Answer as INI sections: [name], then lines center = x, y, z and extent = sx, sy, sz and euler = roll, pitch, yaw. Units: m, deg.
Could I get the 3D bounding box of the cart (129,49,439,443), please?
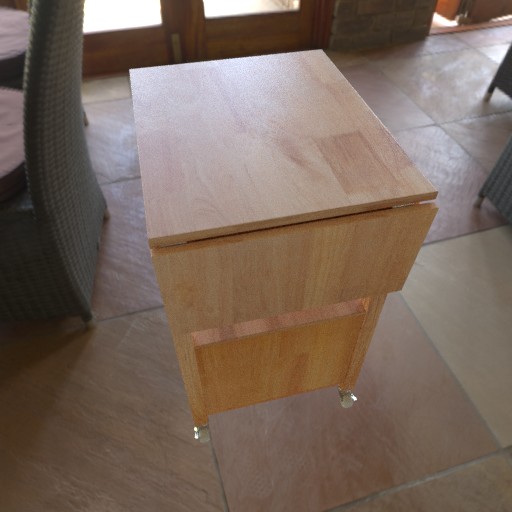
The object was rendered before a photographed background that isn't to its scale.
[cart]
center = 0.000, 0.000, 1.234
extent = 0.508, 0.838, 0.640
euler = -10, 48, -9
